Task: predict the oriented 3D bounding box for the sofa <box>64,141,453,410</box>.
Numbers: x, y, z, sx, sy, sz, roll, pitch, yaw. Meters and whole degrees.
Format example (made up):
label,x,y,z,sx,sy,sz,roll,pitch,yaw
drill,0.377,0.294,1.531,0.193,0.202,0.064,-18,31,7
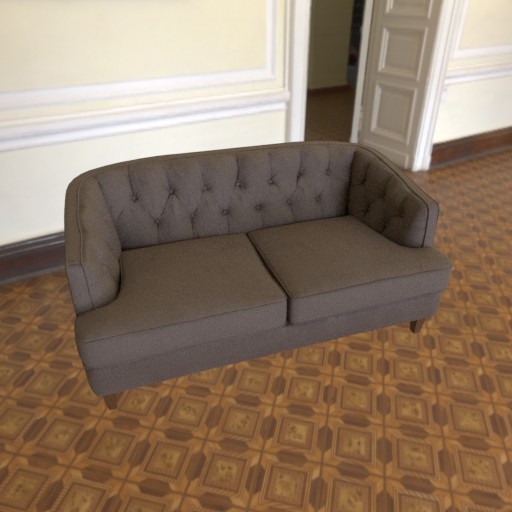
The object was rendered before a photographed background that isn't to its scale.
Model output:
label,x,y,z,sx,sy,sz,roll,pitch,yaw
sofa,0.000,0.000,2.256,1.733,0.855,0.941,-10,32,-16
